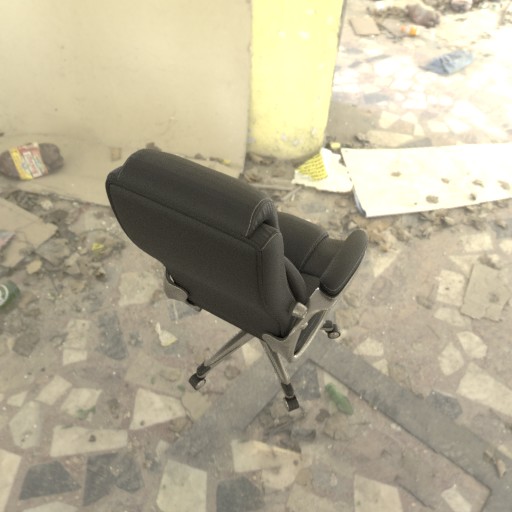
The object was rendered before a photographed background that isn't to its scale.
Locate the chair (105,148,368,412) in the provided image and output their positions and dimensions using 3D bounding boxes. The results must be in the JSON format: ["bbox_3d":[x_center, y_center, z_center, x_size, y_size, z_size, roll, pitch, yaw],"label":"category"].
[{"bbox_3d":[0.000,0.000,1.671,0.741,1.167,0.784,24,52,21],"label":"chair"}]
